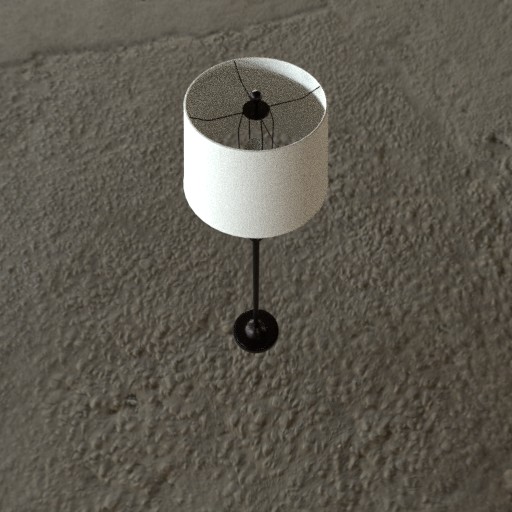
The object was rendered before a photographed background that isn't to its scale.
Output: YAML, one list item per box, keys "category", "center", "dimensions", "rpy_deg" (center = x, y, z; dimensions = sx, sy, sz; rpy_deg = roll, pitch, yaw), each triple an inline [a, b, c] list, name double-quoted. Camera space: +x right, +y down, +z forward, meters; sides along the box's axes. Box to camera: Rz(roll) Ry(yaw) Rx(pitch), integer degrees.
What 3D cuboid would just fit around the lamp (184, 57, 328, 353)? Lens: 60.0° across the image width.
- category: "lamp"
  center: [0.000, 0.000, 1.691]
  dimensions: [0.431, 1.484, 0.431]
  rpy_deg: [0, 58, 0]
